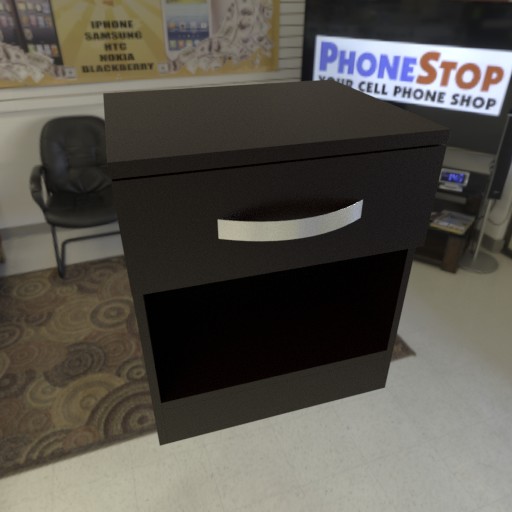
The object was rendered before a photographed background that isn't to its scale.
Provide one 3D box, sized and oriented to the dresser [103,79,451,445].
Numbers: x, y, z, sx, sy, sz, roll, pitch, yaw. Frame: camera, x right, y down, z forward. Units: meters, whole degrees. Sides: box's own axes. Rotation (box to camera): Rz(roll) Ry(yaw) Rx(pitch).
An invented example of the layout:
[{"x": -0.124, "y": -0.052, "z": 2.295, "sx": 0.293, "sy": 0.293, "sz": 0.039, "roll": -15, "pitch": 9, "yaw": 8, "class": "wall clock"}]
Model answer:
[{"x": 0.000, "y": 0.000, "z": 0.735, "sx": 0.400, "sy": 0.470, "sz": 0.360, "roll": -9, "pitch": 33, "yaw": -14, "class": "dresser"}]
